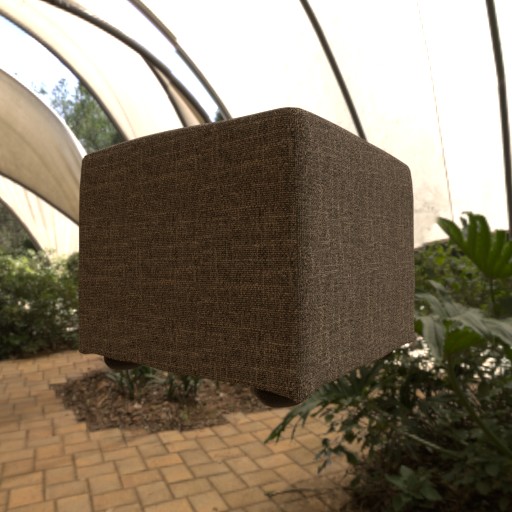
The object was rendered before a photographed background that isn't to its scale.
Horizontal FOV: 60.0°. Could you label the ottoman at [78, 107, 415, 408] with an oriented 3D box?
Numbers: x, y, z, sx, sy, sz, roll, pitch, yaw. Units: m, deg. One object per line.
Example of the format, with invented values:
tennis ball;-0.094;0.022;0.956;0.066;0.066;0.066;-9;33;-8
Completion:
ottoman;0.000;0.000;0.926;0.512;0.453;0.521;0;0;36
